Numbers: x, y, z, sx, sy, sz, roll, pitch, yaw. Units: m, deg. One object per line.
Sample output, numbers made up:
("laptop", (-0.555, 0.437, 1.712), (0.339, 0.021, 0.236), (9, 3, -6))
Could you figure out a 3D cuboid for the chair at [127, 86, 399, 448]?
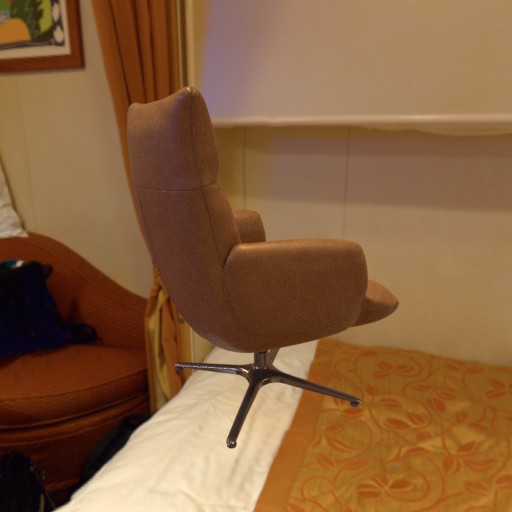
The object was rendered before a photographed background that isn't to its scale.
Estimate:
("chair", (0.000, 0.000, 1.545), (0.794, 1.027, 0.711), (-7, 17, -26))
